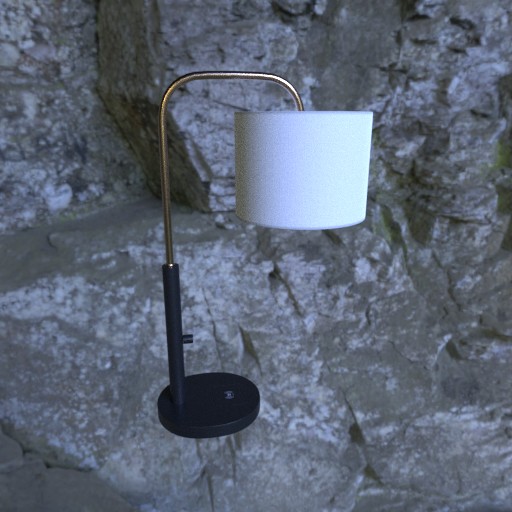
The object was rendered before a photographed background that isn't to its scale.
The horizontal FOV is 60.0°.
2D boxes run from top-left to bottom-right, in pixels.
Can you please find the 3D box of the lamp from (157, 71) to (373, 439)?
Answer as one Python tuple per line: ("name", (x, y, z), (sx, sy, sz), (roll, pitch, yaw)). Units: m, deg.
("lamp", (0.000, 0.000, 0.699), (0.337, 0.540, 0.199), (-3, 18, -10))
